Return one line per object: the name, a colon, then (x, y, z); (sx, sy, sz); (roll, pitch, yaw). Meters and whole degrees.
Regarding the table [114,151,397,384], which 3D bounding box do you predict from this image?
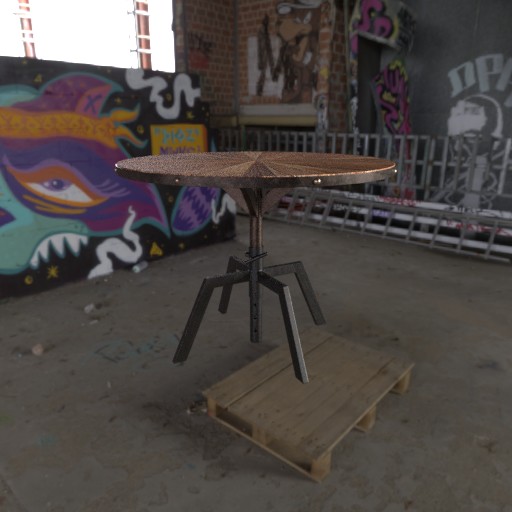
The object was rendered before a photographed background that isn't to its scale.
table: (0.000, 0.000, 1.552); (0.885, 0.658, 0.885); (0, 17, 0)
